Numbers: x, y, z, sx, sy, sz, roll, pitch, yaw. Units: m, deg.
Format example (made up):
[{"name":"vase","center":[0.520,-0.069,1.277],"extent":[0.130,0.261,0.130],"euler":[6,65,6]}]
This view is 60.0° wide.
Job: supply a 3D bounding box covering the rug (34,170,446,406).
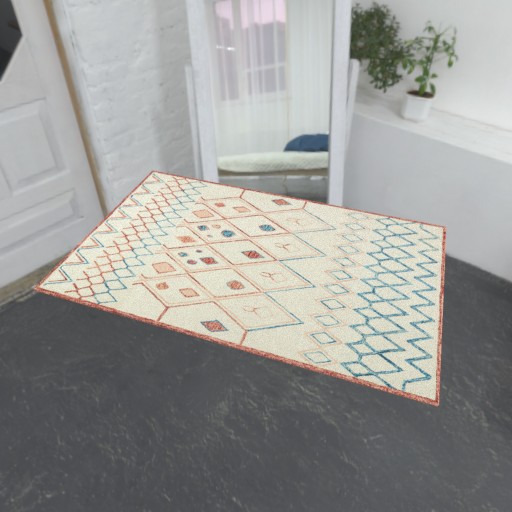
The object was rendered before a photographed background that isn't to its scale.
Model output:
[{"name":"rug","center":[0.000,0.000,3.026],"extent":[2.438,0.015,1.524],"euler":[13,43,14]}]
